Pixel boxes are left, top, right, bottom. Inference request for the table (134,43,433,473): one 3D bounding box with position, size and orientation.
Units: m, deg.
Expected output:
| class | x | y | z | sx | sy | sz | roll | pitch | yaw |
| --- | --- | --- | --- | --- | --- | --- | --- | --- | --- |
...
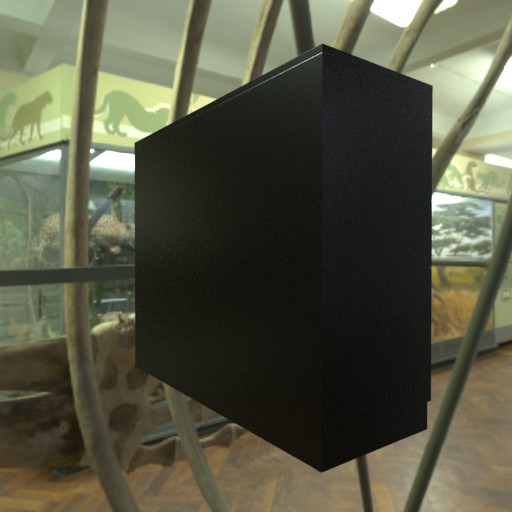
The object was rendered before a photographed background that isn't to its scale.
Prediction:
| class | x | y | z | sx | sy | sz | roll | pitch | yaw |
| --- | --- | --- | --- | --- | --- | --- | --- | --- | --- |
| table | 0.000 | 0.000 | 1.303 | 0.380 | 0.790 | 0.930 | -1 | 1 | -36 |
